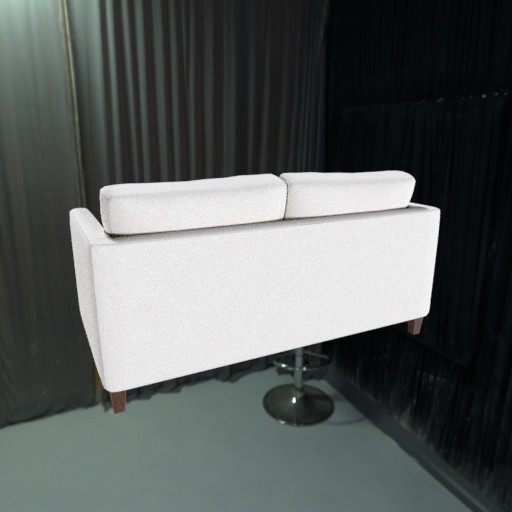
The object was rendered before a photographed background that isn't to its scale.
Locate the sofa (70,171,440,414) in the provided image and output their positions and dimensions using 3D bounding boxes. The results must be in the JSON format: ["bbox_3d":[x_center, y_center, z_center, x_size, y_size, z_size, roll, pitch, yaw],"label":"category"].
[{"bbox_3d":[0.000,0.000,2.322,1.722,0.888,0.873,-8,17,-26],"label":"sofa"}]
